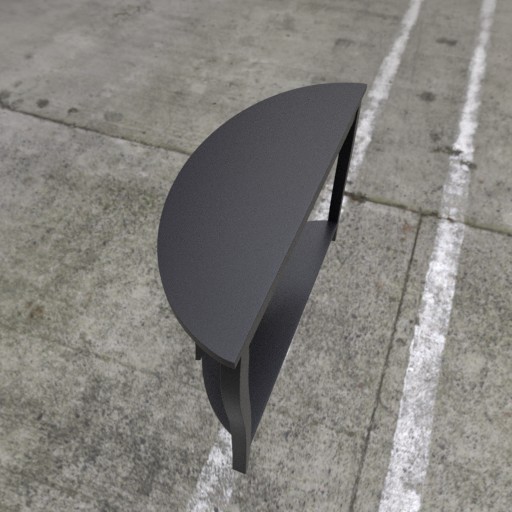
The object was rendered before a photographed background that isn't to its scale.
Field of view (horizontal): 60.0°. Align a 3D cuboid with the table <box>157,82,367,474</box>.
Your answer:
[{"bbox_3d":[0.000,0.000,1.570,0.394,0.780,1.219,16,49,14],"label":"table"}]
